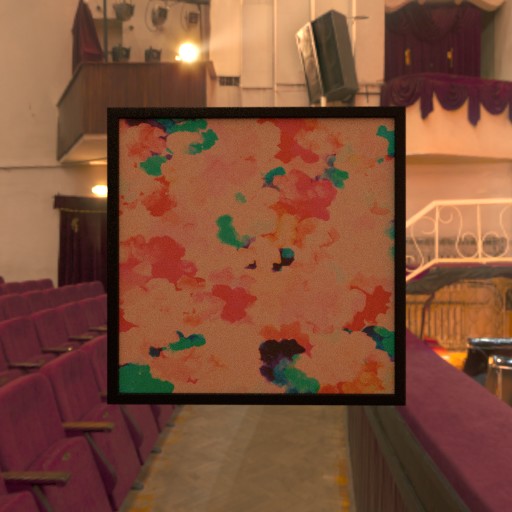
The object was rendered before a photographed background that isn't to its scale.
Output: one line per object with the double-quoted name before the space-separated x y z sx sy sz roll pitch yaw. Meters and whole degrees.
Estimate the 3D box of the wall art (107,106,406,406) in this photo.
"wall art" 0.000 0.000 1.139 0.756 0.755 0.036 0 0 1
